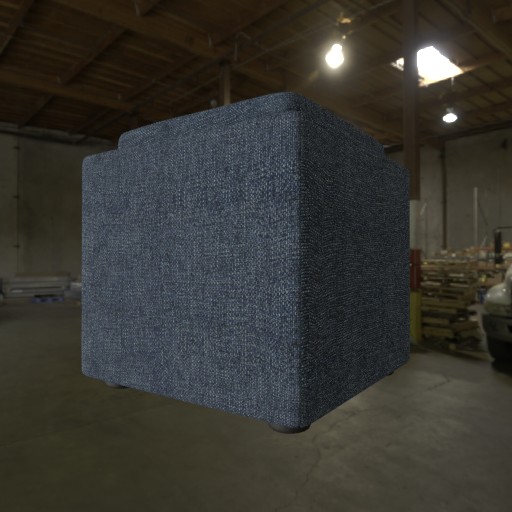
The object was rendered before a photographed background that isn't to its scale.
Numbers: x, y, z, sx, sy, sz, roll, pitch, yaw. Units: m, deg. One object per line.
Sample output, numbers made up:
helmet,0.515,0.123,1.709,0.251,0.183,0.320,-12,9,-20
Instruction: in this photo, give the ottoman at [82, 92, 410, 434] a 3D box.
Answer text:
ottoman,0.000,0.000,0.833,0.450,0.460,0.450,0,-1,35
